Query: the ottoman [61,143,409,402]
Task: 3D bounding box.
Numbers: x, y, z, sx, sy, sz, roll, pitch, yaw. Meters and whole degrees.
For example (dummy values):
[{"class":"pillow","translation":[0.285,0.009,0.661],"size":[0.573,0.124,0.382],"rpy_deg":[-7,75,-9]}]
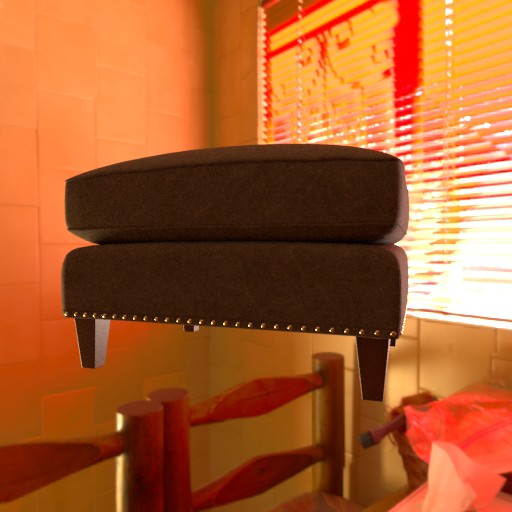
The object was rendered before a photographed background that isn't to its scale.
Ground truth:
[{"class":"ottoman","translation":[0.000,0.000,1.146],"size":[0.741,0.513,0.584],"rpy_deg":[0,1,20]}]
